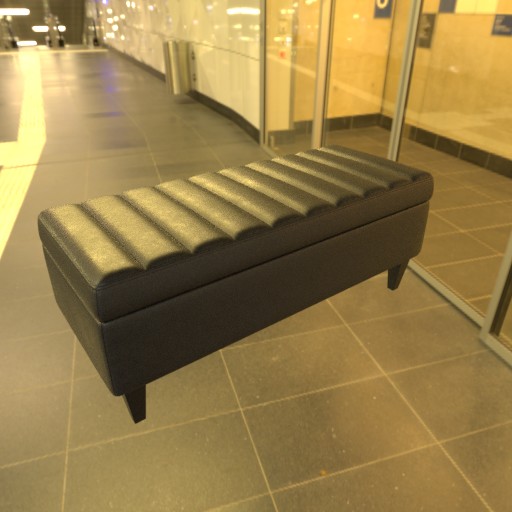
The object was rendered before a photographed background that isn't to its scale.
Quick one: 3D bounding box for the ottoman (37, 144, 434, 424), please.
[{"bbox_3d":[0.000,0.000,1.426,1.151,0.469,0.482,-20,35,-31],"label":"ottoman"}]
